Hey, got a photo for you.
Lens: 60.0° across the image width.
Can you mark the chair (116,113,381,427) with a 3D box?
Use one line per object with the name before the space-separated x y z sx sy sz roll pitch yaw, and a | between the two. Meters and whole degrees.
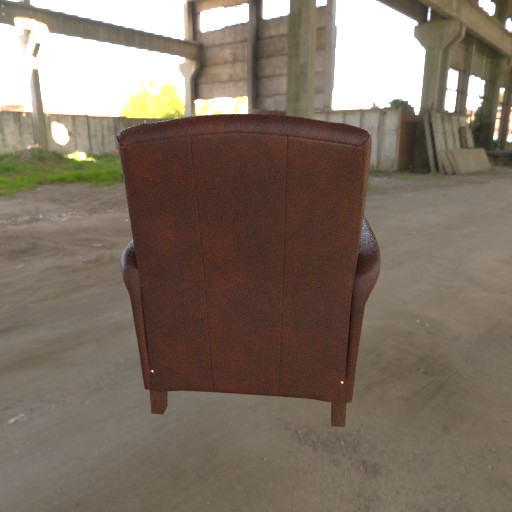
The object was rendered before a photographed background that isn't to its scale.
chair | 0.000 0.000 1.790 0.978 1.061 0.902 2 15 6
